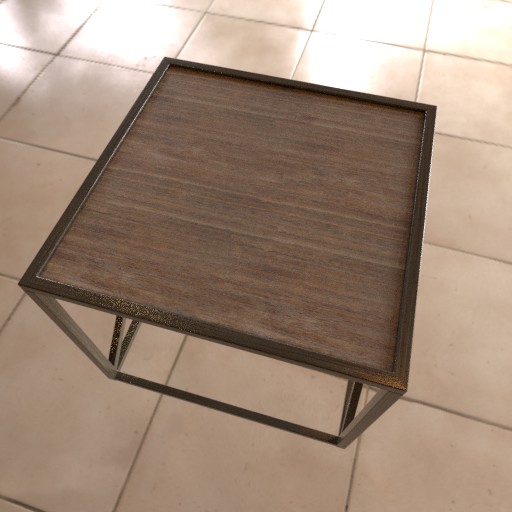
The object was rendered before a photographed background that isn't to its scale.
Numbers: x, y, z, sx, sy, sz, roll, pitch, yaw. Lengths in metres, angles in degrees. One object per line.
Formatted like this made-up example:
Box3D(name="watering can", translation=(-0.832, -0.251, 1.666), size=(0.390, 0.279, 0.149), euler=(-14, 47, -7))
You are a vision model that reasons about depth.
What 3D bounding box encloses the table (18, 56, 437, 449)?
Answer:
Box3D(name="table", translation=(0.000, 0.000, 1.025), size=(0.609, 0.507, 0.611), euler=(14, 59, 8))
